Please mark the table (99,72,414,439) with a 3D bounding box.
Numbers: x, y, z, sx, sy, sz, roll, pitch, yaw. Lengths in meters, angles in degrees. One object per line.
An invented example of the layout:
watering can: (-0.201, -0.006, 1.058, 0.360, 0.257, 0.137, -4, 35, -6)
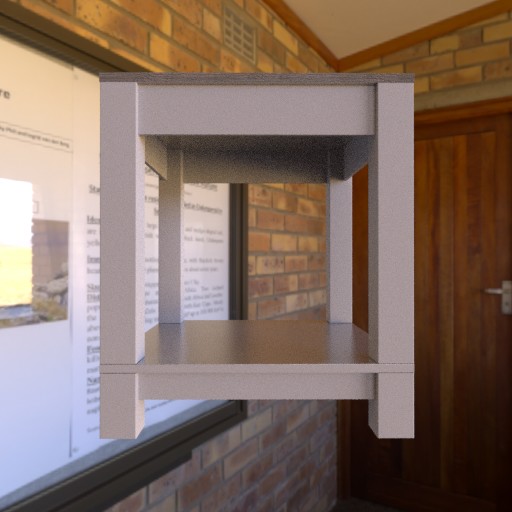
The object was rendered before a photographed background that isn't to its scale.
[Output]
table: (0.000, 0.000, 0.963, 0.506, 0.587, 0.504, 0, 0, 0)
